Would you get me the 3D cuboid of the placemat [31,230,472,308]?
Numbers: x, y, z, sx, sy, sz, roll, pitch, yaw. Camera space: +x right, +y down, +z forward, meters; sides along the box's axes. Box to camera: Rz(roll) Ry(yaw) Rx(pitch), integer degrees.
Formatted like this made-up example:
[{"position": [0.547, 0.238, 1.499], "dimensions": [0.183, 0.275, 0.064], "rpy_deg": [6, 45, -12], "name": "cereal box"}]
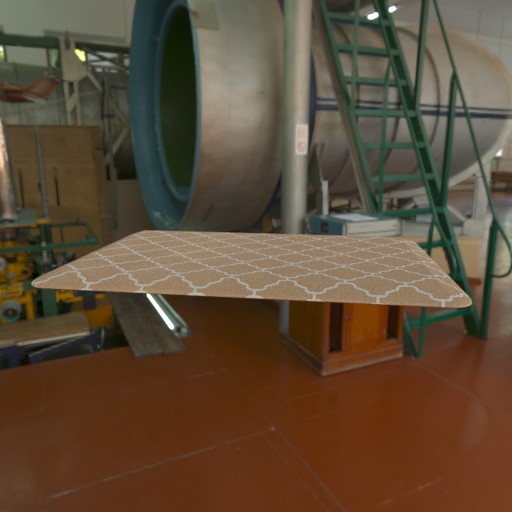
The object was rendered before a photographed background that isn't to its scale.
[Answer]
[{"position": [0.000, 0.000, 0.972], "dimensions": [0.762, 0.021, 0.508], "rpy_deg": [2, 14, 8], "name": "placemat"}]
